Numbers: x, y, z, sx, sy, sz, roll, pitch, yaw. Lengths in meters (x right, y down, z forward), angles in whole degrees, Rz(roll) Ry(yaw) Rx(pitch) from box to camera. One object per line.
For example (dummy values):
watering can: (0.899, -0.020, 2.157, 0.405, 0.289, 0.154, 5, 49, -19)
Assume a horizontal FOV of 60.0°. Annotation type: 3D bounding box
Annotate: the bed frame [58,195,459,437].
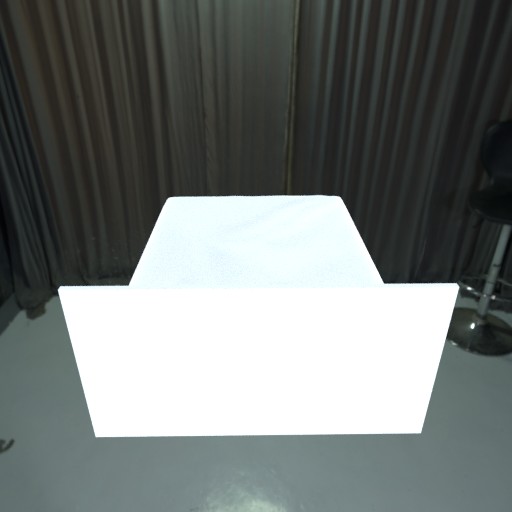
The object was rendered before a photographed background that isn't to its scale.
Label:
bed frame: (0.000, 0.000, 2.693, 1.490, 0.800, 1.950, 0, 29, -1)
